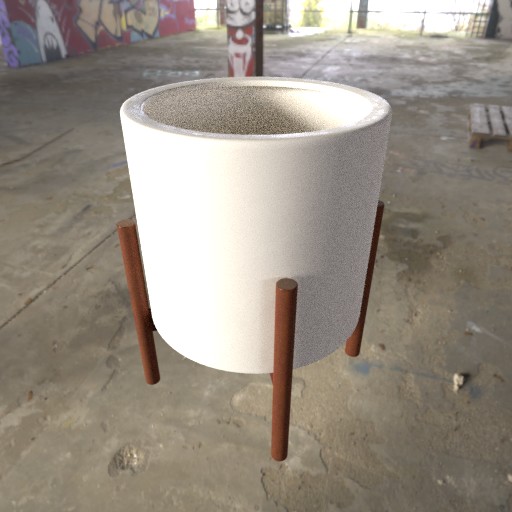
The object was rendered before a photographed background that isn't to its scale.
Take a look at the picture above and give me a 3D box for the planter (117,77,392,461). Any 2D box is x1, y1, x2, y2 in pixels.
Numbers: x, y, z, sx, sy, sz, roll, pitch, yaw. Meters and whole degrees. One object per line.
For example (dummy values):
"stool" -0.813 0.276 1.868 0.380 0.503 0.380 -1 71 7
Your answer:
"planter" 0.000 0.000 0.856 0.421 0.581 0.420 22 38 31
